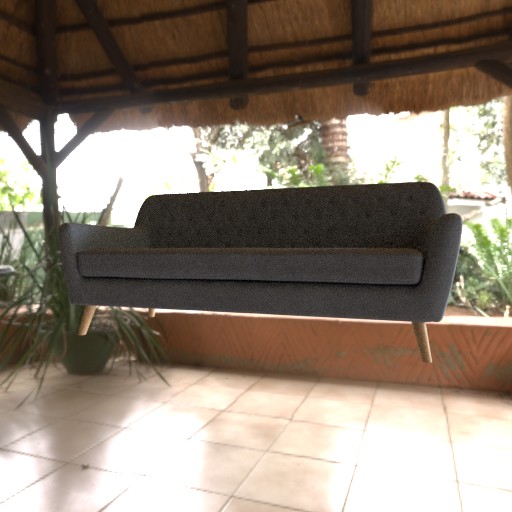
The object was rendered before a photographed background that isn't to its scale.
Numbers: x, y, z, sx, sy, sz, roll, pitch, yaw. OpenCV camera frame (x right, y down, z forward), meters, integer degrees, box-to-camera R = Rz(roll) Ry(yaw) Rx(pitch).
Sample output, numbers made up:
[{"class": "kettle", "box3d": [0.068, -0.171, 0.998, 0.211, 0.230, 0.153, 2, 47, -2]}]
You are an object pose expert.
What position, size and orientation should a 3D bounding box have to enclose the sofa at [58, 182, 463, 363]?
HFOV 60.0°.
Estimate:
[{"class": "sofa", "box3d": [0.000, 0.000, 2.392, 1.970, 0.830, 0.830, 0, 1, 19]}]
